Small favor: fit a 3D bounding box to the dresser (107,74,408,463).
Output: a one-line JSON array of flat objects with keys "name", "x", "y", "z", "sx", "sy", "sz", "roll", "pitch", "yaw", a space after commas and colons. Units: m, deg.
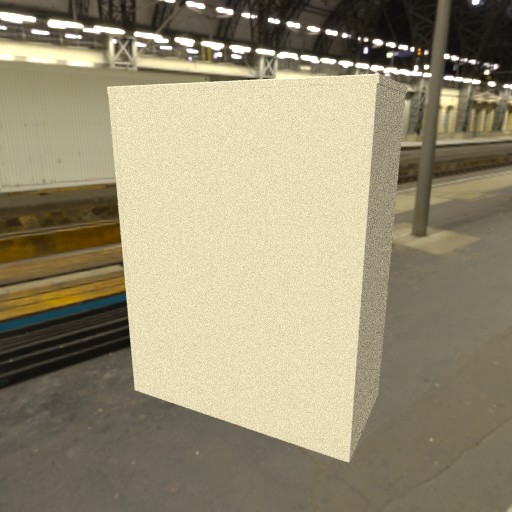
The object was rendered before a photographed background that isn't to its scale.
[{"name": "dresser", "x": 0.000, "y": 0.000, "z": 1.453, "sx": 0.800, "sy": 1.040, "sz": 0.380, "roll": 8, "pitch": 19, "yaw": 26}]
